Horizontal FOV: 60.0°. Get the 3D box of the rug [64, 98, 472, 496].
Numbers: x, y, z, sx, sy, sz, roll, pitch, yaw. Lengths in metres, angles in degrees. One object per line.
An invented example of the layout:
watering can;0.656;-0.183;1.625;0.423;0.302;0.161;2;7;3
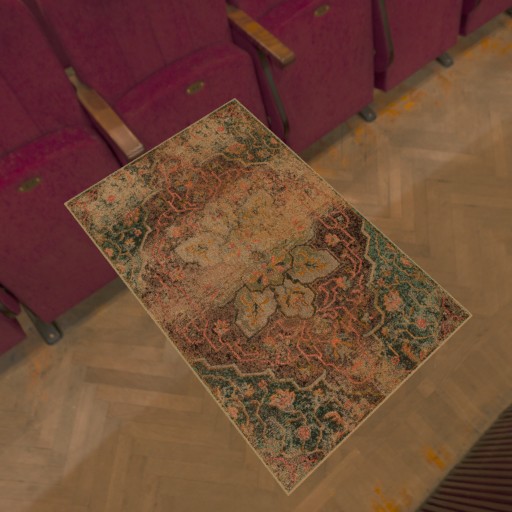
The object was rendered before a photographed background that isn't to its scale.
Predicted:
rug;0.000;0.000;2.903;1.566;0.004;2.363;-36;70;-16
